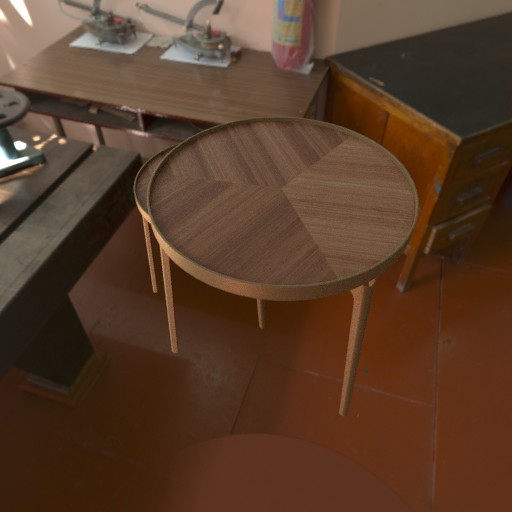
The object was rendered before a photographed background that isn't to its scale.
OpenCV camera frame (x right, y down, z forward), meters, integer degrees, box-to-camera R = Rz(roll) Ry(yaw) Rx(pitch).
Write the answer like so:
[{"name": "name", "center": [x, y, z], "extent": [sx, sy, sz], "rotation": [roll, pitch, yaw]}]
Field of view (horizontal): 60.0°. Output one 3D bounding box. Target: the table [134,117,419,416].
[{"name": "table", "center": [0.000, 0.000, 1.131], "extent": [0.532, 0.555, 0.751], "rotation": [-30, 53, -25]}]
